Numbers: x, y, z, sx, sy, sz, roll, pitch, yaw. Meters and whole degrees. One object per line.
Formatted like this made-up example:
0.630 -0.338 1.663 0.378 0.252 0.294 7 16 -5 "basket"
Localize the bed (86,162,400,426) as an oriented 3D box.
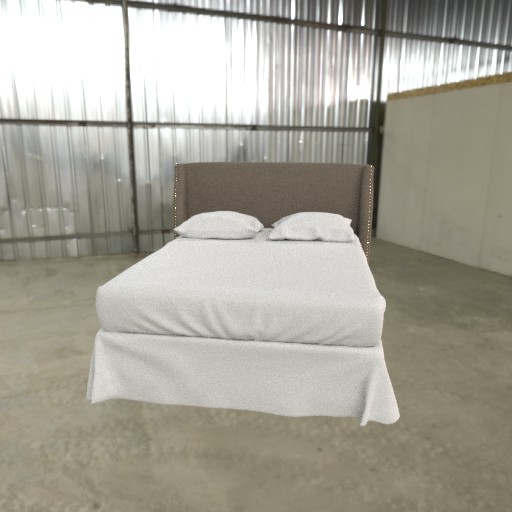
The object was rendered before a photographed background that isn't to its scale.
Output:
0.000 0.000 3.414 1.925 1.332 2.276 2 14 8 "bed"
